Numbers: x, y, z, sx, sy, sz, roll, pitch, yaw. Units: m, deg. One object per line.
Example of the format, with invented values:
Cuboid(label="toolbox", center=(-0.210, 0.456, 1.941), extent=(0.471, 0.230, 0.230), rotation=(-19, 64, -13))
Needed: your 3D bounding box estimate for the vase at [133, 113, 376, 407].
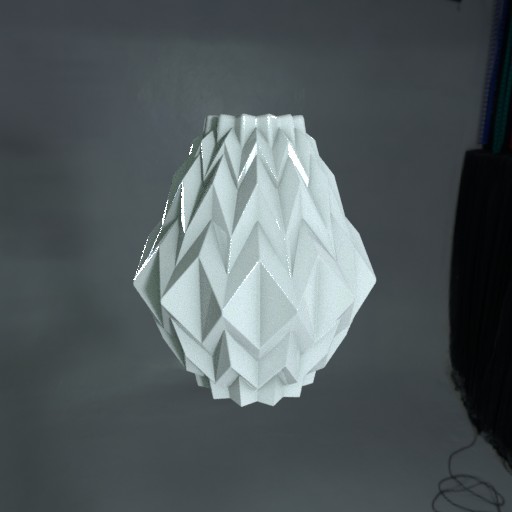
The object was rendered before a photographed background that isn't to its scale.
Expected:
Cuboid(label="vase", center=(0.000, 0.000, 0.307), extent=(0.164, 0.185, 0.164), rotation=(0, 15, 0))
